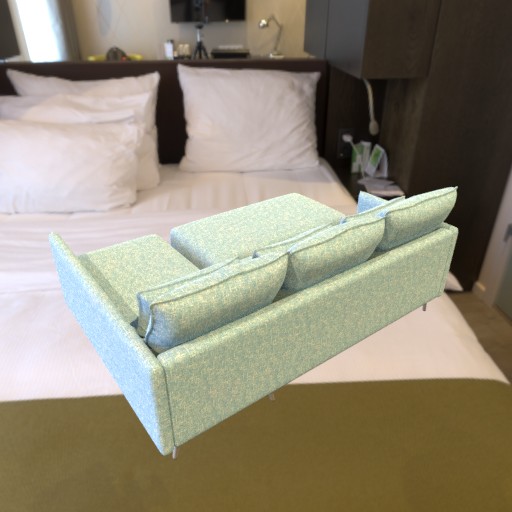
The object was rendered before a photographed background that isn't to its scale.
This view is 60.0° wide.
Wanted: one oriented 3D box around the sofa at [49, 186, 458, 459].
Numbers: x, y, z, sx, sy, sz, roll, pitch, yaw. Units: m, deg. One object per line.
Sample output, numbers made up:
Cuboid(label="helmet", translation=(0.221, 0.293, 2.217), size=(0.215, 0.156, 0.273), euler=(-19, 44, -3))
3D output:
Cuboid(label="sofa", translation=(0.000, 0.000, 2.739), size=(2.034, 0.899, 1.420), euler=(-20, 35, -31))
